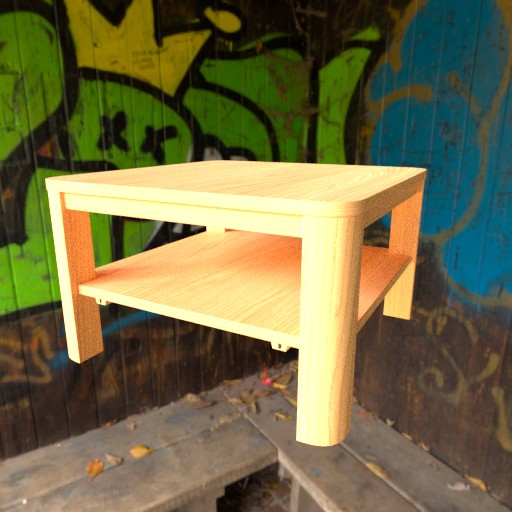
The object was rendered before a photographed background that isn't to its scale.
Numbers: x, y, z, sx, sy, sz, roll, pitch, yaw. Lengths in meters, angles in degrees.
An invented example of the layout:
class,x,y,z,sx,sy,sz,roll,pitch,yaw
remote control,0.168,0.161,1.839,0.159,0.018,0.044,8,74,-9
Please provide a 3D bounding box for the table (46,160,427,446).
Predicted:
class,x,y,z,sx,sy,sz,roll,pitch,yaw
table,0.000,0.000,1.215,0.750,0.450,0.750,9,18,28
